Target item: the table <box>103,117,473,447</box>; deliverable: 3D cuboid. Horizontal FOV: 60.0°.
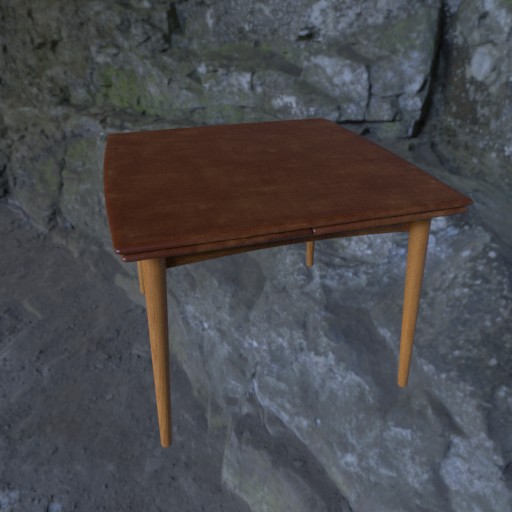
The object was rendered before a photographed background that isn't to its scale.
[{"bbox_3d":[0.000,0.000,1.685,0.991,0.754,0.991,-9,32,-14],"label":"table"}]
